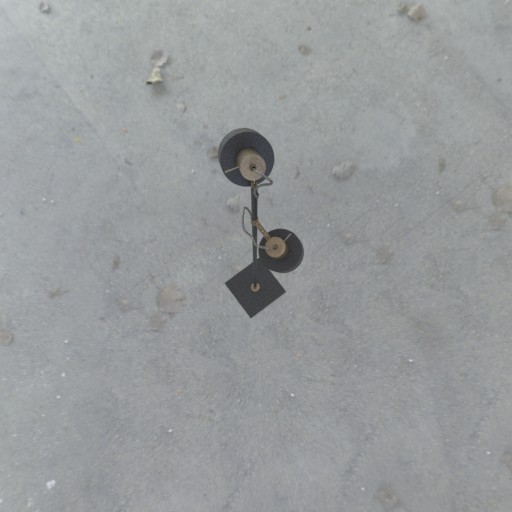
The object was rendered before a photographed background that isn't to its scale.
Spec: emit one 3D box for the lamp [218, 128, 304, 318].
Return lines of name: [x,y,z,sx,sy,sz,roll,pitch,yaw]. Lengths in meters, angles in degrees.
lamp: [0.000,0.000,1.623,0.233,1.505,0.315,-36,79,-8]
